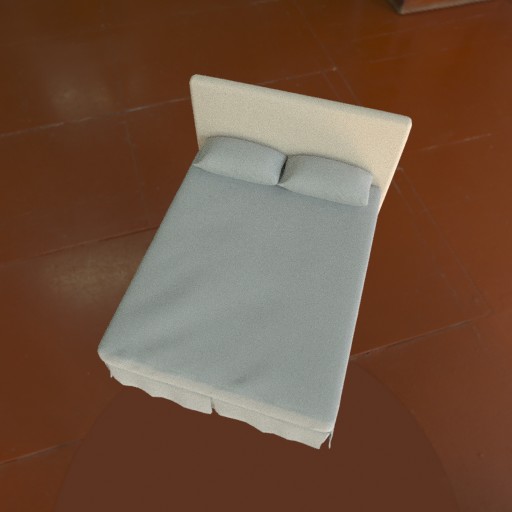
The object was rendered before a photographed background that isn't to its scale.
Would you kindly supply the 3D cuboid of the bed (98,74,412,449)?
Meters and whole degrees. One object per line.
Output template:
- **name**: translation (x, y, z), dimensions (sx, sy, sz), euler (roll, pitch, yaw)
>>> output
- **bed**: translation (0.000, 0.000, 3.301), dimensions (1.748, 1.330, 2.142), euler (15, 60, 9)
